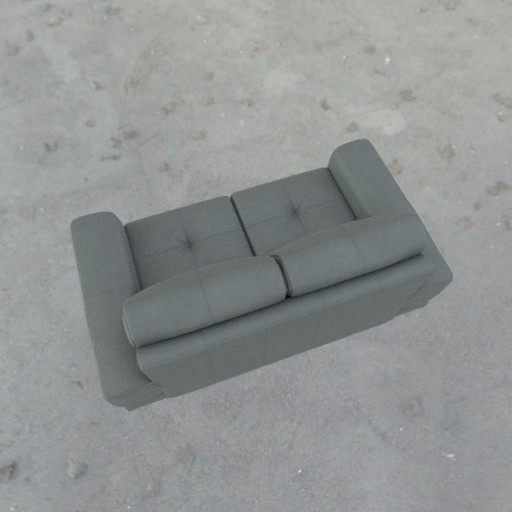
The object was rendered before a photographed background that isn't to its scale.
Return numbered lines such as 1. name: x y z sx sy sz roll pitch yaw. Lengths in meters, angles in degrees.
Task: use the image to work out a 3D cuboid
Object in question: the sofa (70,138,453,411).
1. sofa: 0.000 0.000 2.360 1.806 0.907 1.018 -17 62 -9
